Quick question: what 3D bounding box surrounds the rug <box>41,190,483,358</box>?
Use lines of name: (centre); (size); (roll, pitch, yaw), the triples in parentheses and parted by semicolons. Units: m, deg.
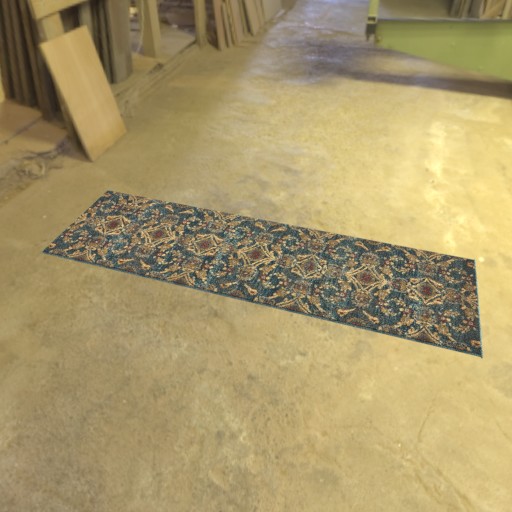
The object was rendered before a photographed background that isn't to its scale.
rug: (0.000, 0.000, 2.436); (2.292, 0.014, 0.685); (12, 42, 14)
